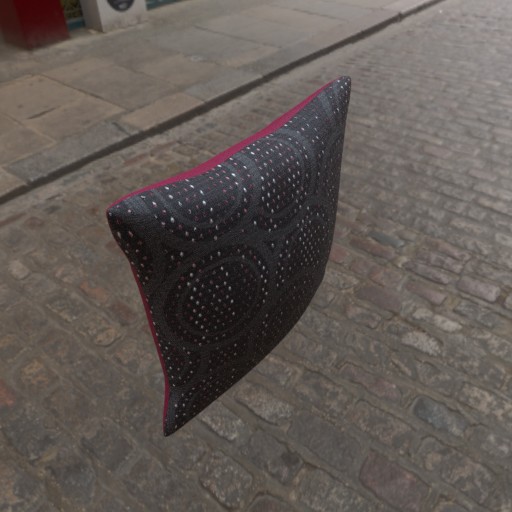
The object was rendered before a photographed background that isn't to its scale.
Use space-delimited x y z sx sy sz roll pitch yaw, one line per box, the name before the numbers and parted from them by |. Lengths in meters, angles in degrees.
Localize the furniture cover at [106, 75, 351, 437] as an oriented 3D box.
furniture cover | 0.000 0.000 0.816 0.193 0.509 0.552 27 48 28
